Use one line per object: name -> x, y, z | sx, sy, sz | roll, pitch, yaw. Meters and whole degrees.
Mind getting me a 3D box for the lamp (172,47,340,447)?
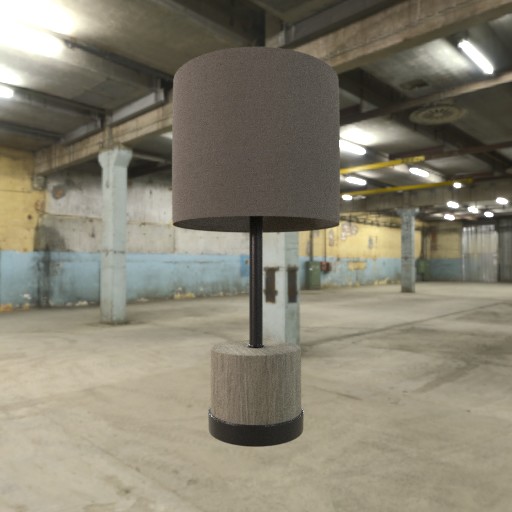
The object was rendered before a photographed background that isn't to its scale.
lamp -> 0.000, 0.000, 0.611 | 0.229, 0.470, 0.229 | 1, -2, -17
